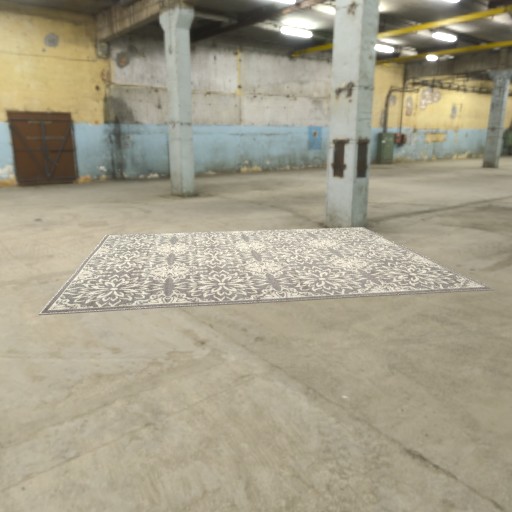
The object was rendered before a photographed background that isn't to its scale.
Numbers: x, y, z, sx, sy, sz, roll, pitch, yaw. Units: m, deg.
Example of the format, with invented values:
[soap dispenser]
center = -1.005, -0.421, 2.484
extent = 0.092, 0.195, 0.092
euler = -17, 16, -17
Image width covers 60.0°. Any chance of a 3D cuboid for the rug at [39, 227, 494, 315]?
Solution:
[rug]
center = 0.000, 0.000, 3.978
extent = 2.980, 0.012, 2.363
euler = -2, 15, -9
